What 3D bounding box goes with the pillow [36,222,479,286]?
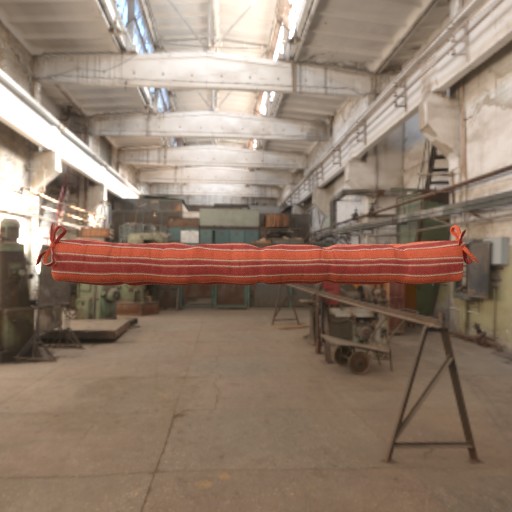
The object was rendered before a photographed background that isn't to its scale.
[{"bbox_3d":[0.000,0.000,1.374,1.194,0.174,0.511,0,-1,-2],"label":"pillow"}]
